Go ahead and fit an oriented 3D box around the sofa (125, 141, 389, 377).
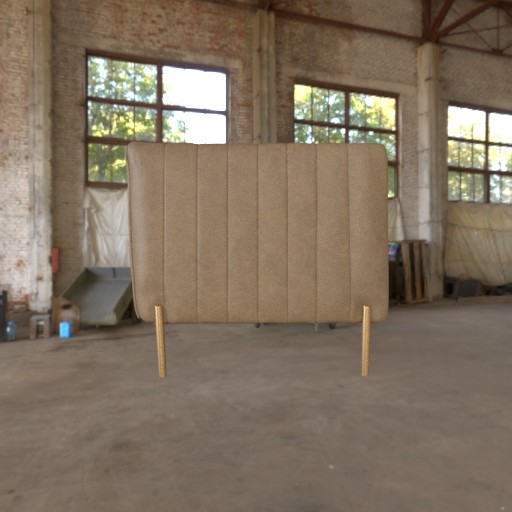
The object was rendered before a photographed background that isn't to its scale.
[{"bbox_3d":[0.000,0.000,2.400,0.876,0.779,1.980,0,0,0],"label":"sofa"}]
